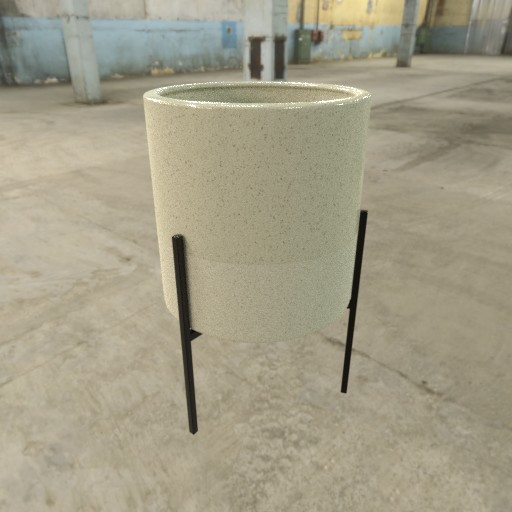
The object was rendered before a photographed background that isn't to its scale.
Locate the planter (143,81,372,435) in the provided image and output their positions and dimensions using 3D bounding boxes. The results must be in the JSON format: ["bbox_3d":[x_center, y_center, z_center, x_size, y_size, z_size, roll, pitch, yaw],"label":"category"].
[{"bbox_3d":[0.000,0.000,0.553,0.234,0.390,0.243,-9,27,-17],"label":"planter"}]
